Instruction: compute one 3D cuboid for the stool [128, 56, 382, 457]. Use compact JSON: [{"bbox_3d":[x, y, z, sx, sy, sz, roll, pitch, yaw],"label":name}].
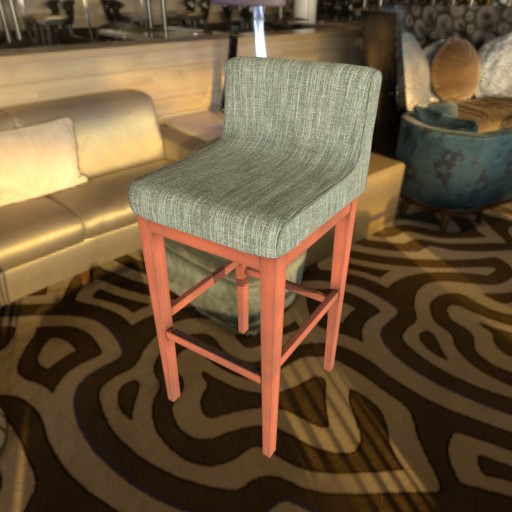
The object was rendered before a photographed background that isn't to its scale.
[{"bbox_3d":[0.000,0.000,1.233,0.426,0.965,0.499,18,35,28],"label":"stool"}]
